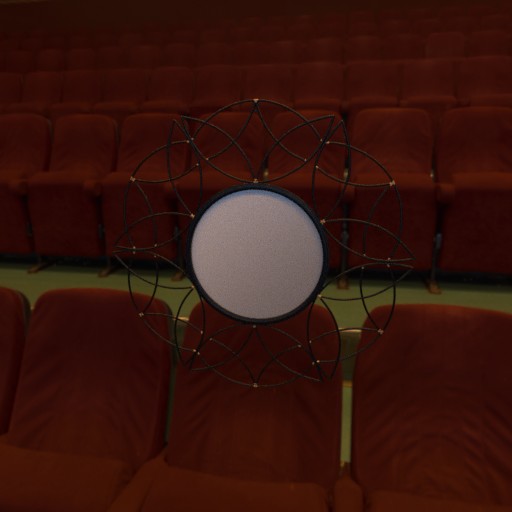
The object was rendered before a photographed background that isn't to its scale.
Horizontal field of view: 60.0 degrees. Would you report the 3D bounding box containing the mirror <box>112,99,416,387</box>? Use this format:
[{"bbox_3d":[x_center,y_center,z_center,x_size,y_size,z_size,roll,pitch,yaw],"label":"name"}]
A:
[{"bbox_3d":[0.000,0.000,1.156,0.797,0.775,0.028,2,15,9],"label":"mirror"}]
